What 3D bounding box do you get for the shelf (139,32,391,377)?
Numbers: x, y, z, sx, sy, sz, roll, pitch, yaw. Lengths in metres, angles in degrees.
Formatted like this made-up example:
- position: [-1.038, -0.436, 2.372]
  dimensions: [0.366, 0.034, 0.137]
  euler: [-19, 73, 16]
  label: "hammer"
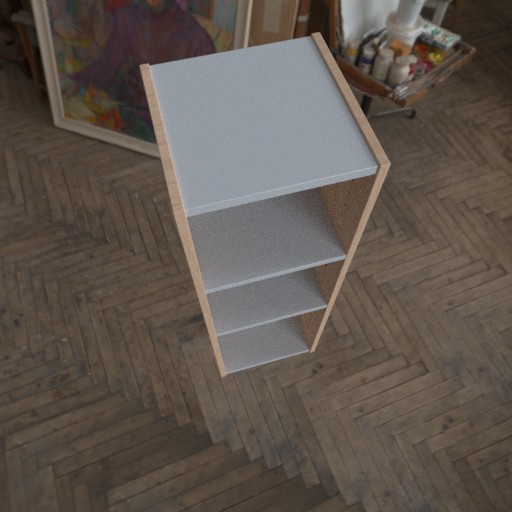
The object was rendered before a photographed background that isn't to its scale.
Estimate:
- position: [0.000, 0.000, 1.046]
  dimensions: [0.300, 0.900, 0.290]
  euler: [-14, 63, -7]
  label: "shelf"
